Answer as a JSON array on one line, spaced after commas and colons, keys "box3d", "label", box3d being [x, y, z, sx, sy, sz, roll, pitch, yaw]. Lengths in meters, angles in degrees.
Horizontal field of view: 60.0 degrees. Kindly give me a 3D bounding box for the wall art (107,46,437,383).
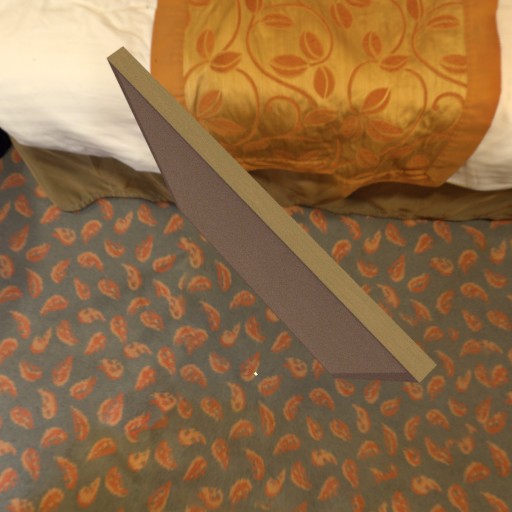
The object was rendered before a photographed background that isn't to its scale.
[{"box3d": [0.000, 0.000, 1.098, 0.038, 0.758, 0.761, -41, 79, -10], "label": "wall art"}]
